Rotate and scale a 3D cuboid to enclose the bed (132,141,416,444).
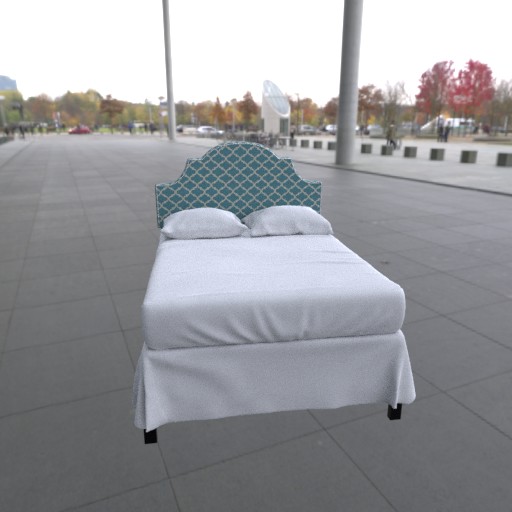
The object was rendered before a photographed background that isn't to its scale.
[{"bbox_3d":[0.000,0.000,3.397,1.780,1.633,2.222,-2,17,-8],"label":"bed"}]
